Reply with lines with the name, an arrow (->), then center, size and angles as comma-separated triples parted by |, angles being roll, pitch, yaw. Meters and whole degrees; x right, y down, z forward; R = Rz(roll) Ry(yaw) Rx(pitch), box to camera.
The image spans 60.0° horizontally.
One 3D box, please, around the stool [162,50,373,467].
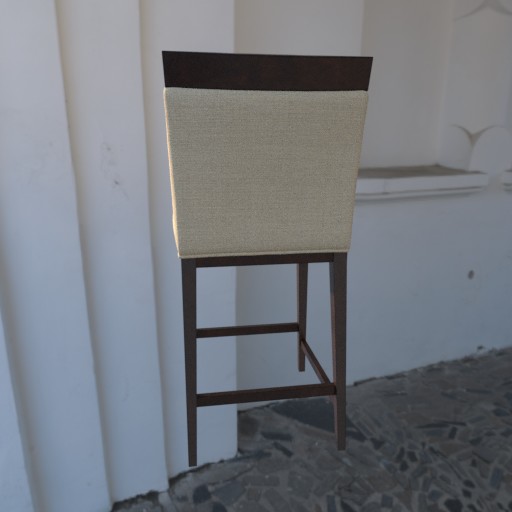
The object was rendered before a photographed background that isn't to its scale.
stool -> 0.000, 0.000, 1.408 | 0.511, 1.117, 0.531 | -2, 15, -9
